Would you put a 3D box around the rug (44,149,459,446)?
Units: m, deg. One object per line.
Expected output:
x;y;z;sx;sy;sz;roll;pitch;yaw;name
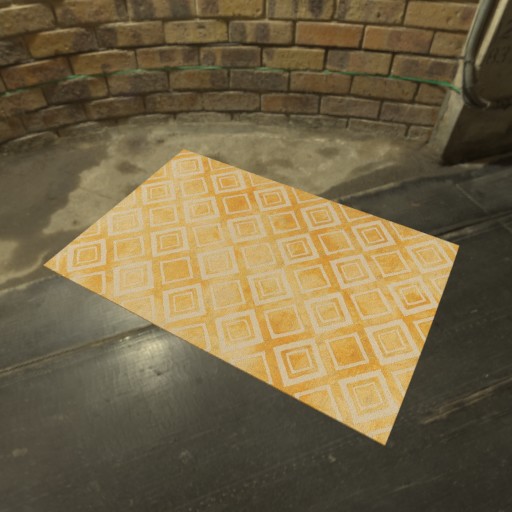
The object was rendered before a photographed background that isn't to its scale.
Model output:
0.000;0.000;2.331;1.829;0.010;1.213;23;51;20;rug
